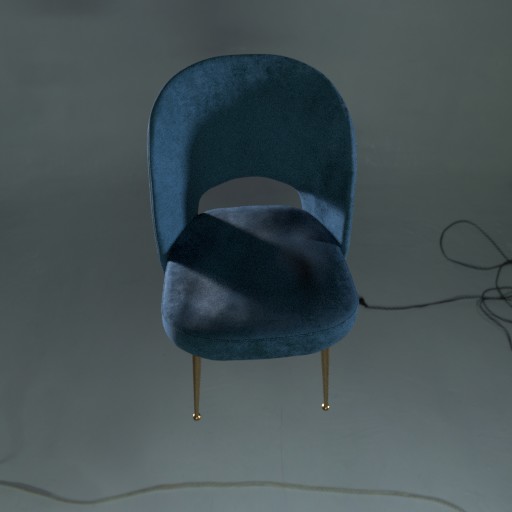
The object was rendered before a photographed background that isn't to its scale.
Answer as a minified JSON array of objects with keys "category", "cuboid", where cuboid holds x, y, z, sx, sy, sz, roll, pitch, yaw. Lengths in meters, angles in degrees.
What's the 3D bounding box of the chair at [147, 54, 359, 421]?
[{"category":"chair","cuboid":[0.000,0.000,1.212,0.527,0.860,0.577,-3,46,-3]}]
